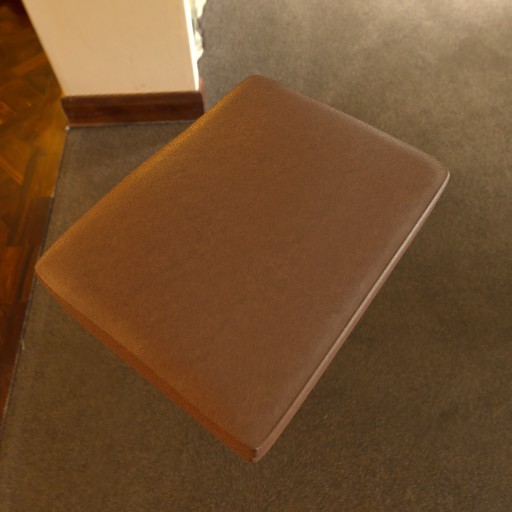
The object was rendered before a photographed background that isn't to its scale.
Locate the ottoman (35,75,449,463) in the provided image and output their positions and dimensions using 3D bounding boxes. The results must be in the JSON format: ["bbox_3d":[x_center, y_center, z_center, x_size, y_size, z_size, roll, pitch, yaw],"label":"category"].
[{"bbox_3d":[0.000,0.000,1.208,0.650,0.485,0.851,33,64,18],"label":"ottoman"}]
